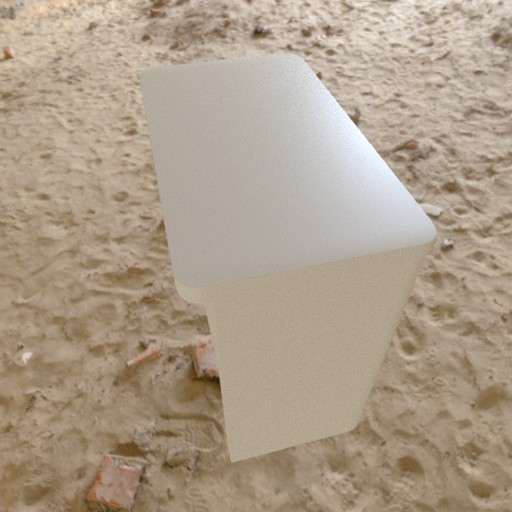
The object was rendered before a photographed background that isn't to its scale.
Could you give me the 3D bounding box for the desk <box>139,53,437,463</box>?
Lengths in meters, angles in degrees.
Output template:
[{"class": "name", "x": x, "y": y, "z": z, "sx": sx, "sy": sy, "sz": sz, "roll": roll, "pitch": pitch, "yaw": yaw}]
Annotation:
[{"class": "desk", "x": 0.000, "y": 0.000, "z": 1.231, "sx": 0.446, "sy": 0.760, "sz": 0.790, "roll": -11, "pitch": 47, "yaw": -10}]
